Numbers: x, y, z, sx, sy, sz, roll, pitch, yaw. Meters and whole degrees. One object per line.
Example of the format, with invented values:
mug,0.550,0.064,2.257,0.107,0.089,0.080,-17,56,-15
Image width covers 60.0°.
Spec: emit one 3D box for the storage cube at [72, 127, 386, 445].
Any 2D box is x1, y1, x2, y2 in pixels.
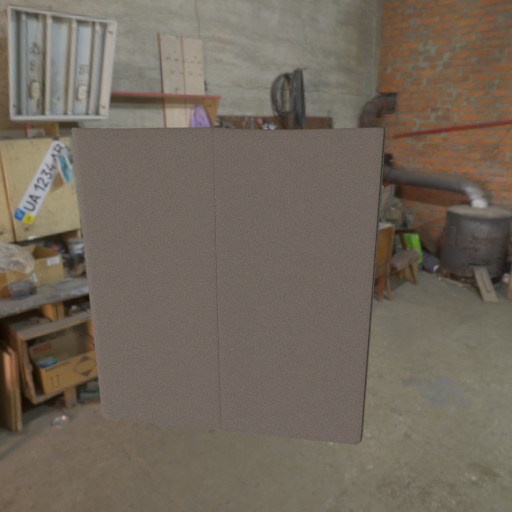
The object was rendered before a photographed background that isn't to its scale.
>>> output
storage cube,0.000,0.000,0.506,0.270,0.280,0.270,2,16,9
